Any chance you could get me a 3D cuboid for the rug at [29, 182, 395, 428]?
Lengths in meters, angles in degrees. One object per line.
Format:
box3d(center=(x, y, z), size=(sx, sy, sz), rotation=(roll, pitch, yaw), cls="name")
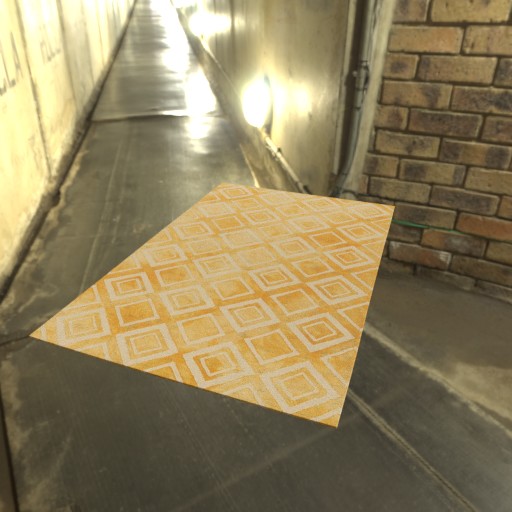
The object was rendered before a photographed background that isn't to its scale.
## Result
box3d(center=(0.000, 0.000, 2.277), size=(1.213, 0.010, 1.829), rotation=(11, 31, 18), cls="rug")
